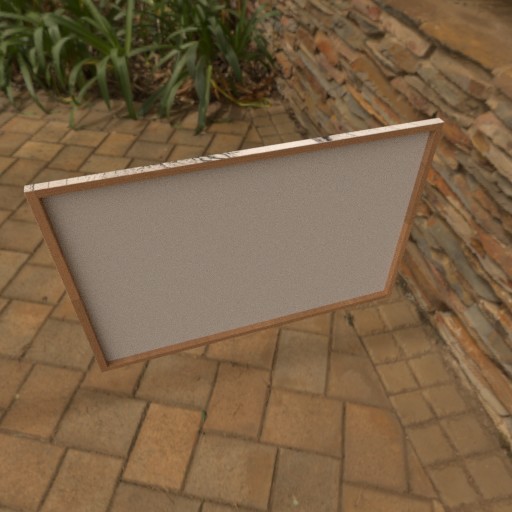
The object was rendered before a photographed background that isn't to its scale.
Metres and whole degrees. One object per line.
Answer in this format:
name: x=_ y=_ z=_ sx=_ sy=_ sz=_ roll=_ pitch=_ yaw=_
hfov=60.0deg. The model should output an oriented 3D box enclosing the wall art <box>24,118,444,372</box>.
wall art: x=0.000 y=0.000 z=1.140 sx=0.914 sy=0.607 sz=0.023 roll=-13 pitch=44 yaw=-13
